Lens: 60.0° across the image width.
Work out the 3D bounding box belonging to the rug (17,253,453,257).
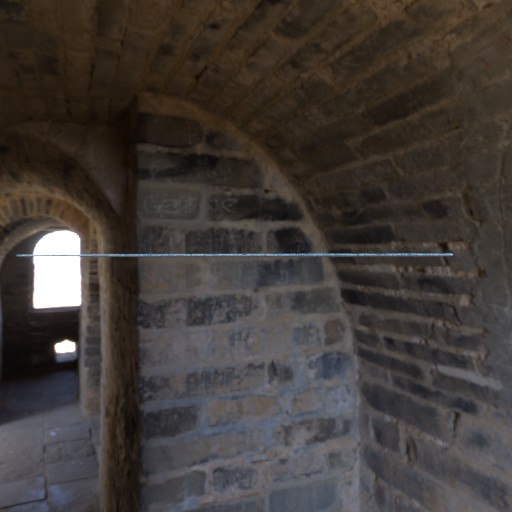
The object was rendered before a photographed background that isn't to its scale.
[{"bbox_3d":[0.000,0.000,4.066,3.050,0.016,2.441,0,0,17],"label":"rug"}]
